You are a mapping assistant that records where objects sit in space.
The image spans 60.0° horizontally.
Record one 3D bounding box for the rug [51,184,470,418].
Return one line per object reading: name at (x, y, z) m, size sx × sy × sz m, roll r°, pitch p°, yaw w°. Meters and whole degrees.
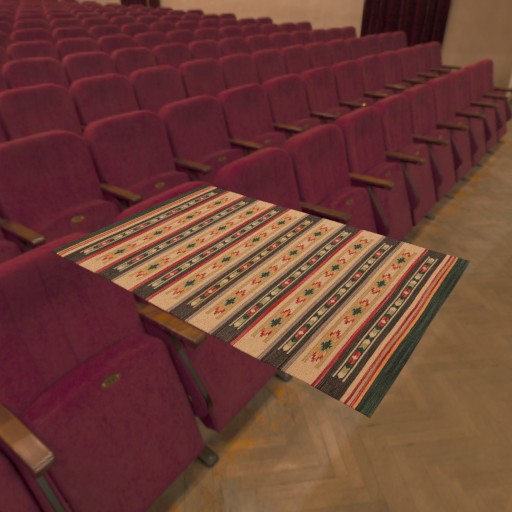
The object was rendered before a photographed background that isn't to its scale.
rug at (0.000, 0.000, 2.311) m, size 1.825 × 0.009 × 1.221 m, roll 20°, pitch 36°, yaw 31°
